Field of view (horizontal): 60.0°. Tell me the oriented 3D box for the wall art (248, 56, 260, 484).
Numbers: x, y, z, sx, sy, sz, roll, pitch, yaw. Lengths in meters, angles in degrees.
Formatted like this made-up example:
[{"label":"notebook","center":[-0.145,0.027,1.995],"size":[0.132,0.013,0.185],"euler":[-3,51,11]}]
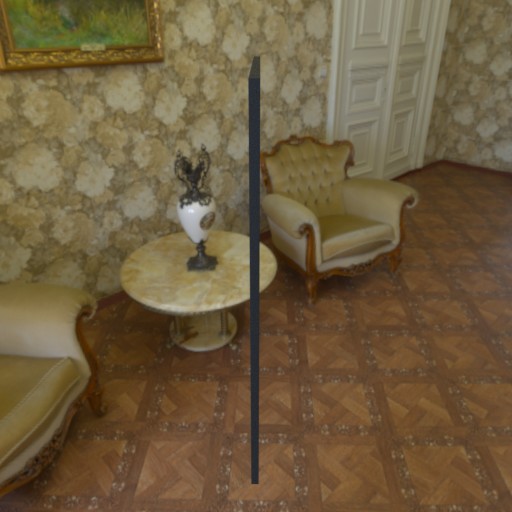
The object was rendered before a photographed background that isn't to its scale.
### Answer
[{"label":"wall art","center":[0.000,0.000,0.829],"size":[0.013,0.660,0.460],"euler":[0,27,0]}]
